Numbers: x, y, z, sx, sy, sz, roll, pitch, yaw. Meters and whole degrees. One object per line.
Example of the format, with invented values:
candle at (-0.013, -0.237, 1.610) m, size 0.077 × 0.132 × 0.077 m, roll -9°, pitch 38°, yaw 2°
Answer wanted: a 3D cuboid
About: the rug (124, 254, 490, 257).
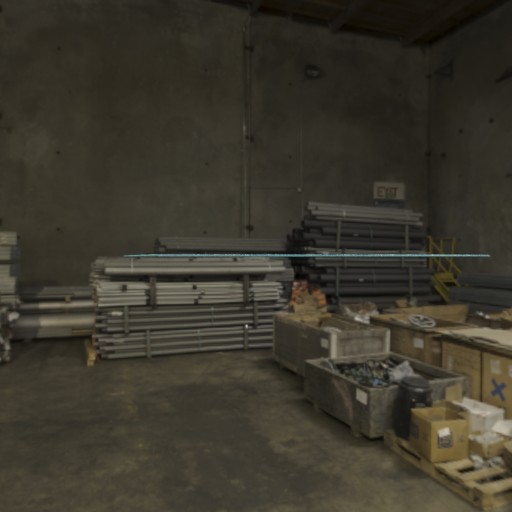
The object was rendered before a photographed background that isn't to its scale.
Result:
rug at (0.000, 0.000, 3.006) m, size 1.622 × 0.009 × 2.373 m, roll 0°, pitch 0°, yaw -20°
